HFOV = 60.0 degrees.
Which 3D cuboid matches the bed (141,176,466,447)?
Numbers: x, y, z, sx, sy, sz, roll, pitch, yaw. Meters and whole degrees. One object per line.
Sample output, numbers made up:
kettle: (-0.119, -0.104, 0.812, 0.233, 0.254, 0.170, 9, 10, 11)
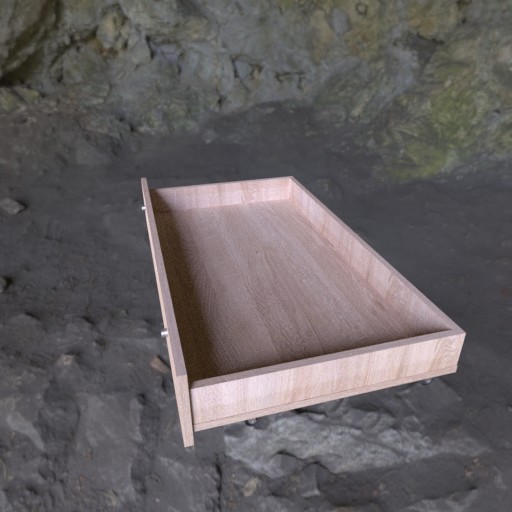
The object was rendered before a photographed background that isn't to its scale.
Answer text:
bed: (0.000, 0.000, 1.476, 0.685, 0.209, 1.200, -8, 30, -14)
